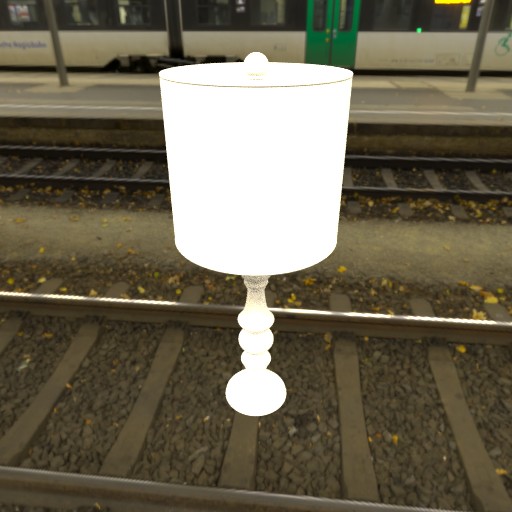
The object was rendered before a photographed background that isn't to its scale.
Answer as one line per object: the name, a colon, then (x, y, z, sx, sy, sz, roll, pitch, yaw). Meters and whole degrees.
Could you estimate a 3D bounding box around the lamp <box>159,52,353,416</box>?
lamp: (0.000, 0.000, 0.714, 0.250, 0.597, 0.250, -7, 29, -13)
